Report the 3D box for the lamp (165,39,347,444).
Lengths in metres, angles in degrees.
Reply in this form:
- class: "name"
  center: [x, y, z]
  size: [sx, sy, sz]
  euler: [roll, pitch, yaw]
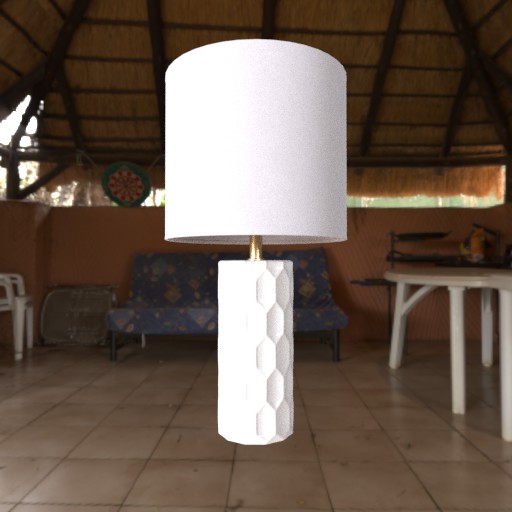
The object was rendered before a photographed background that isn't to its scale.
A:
- class: "lamp"
  center: [0.000, 0.000, 0.686]
  size: [0.277, 0.537, 0.277]
  euler: [0, -1, 0]
